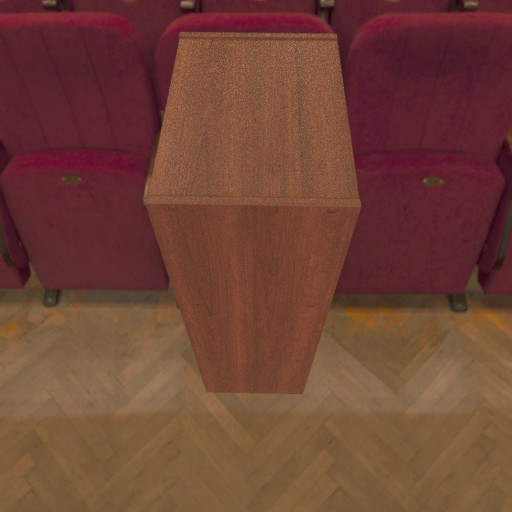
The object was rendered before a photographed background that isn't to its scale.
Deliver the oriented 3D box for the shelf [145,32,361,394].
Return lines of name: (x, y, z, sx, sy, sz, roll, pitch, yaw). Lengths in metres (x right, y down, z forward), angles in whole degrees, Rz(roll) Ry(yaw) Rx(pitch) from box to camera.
shelf: (0.000, 0.000, 1.074, 0.290, 0.879, 0.414, 1, 57, 1)
